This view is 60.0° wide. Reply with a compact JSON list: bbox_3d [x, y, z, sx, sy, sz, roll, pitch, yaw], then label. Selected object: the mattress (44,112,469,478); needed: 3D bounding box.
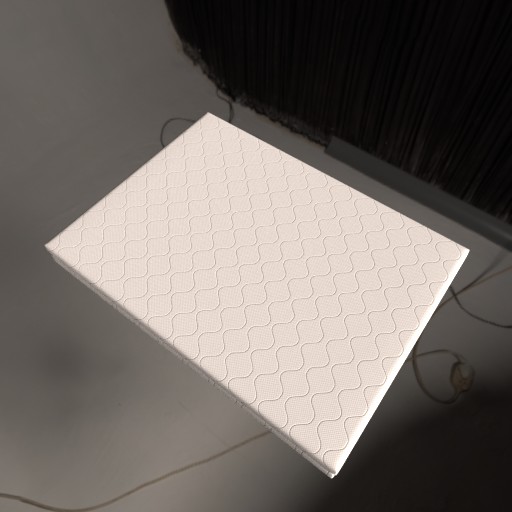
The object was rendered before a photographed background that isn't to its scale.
[{"bbox_3d":[0.000,0.000,2.516,1.900,0.200,1.400,32,63,19],"label":"mattress"}]
